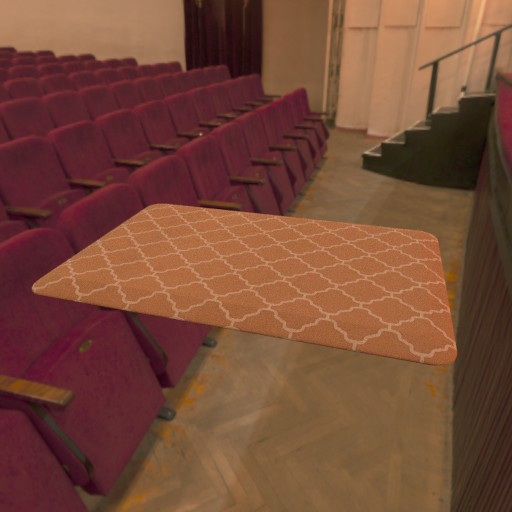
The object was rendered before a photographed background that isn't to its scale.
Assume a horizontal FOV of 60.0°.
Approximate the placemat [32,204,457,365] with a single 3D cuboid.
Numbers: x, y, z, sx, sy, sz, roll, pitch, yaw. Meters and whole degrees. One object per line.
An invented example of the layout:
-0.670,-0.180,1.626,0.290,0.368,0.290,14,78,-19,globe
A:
0.000,0.000,0.949,0.762,0.021,0.508,7,27,15,placemat
